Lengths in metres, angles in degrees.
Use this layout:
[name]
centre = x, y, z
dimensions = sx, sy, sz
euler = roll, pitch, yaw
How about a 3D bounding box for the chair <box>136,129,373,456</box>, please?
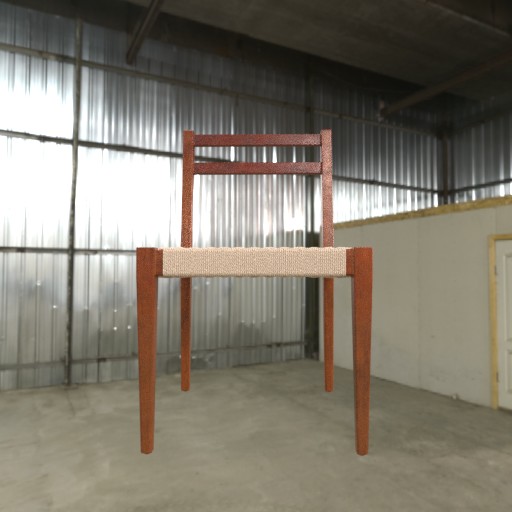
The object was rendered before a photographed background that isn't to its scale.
[chair]
centre = 0.000, 0.000, 1.210
dimensions = 0.495, 0.851, 0.569
euler = 0, -2, 1
